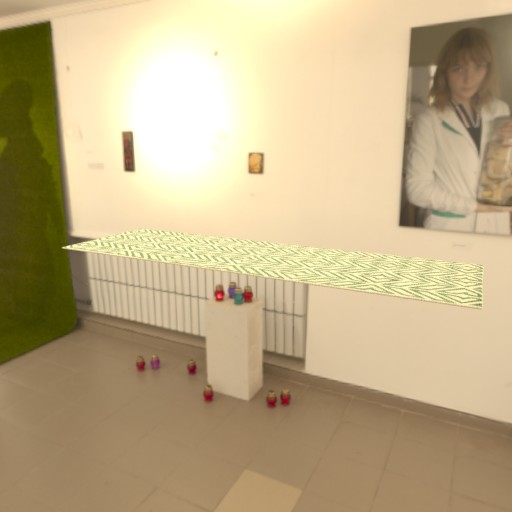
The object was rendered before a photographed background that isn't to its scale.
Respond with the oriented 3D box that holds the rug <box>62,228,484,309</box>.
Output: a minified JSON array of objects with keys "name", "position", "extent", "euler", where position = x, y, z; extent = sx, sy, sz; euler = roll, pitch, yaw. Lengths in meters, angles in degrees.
[{"name":"rug","position":[0.000,0.000,2.652],"extent":[2.435,0.009,0.750],"euler":[7,16,26]}]
